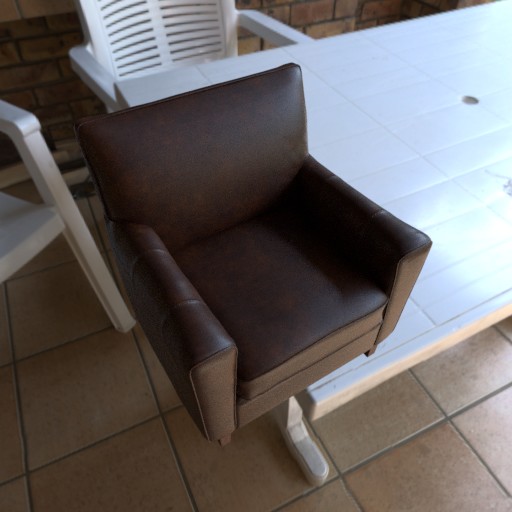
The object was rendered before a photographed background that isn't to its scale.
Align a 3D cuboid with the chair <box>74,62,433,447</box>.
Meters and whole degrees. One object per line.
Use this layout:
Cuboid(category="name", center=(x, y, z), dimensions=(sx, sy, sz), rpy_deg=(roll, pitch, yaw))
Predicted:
Cuboid(category="chair", center=(0.000, 0.000, 1.582), dimensions=(0.870, 0.943, 0.823), rpy_deg=(-24, 51, -21))
